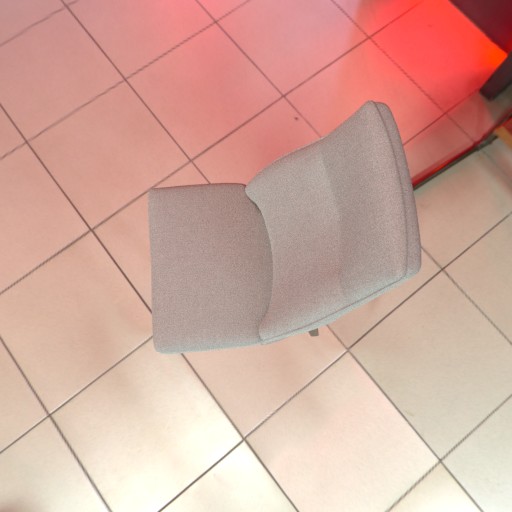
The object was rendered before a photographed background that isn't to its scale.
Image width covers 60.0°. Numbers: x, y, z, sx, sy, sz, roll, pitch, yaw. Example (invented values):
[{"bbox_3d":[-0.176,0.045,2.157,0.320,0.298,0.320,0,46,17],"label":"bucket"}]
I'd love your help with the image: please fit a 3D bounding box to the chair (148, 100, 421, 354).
[{"bbox_3d":[0.000,0.000,1.282,0.620,0.930,0.500,-5,75,-1],"label":"chair"}]
